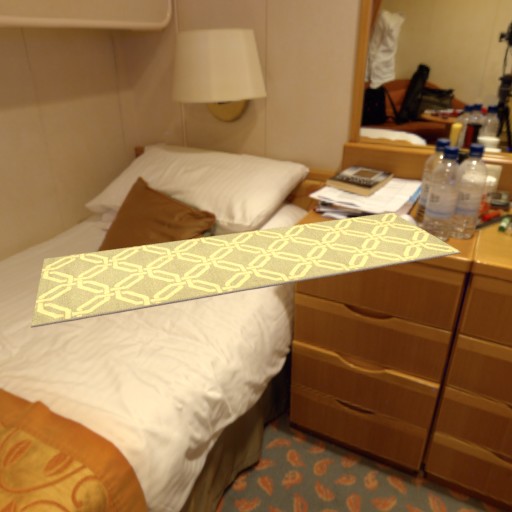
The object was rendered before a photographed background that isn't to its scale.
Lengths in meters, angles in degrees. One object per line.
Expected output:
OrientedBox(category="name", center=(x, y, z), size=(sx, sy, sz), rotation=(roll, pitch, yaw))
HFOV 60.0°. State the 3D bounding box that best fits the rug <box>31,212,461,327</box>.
OrientedBox(category="rug", center=(0.000, 0.000, 2.520), size=(2.276, 0.014, 0.678), rotation=(-9, 28, -17))
